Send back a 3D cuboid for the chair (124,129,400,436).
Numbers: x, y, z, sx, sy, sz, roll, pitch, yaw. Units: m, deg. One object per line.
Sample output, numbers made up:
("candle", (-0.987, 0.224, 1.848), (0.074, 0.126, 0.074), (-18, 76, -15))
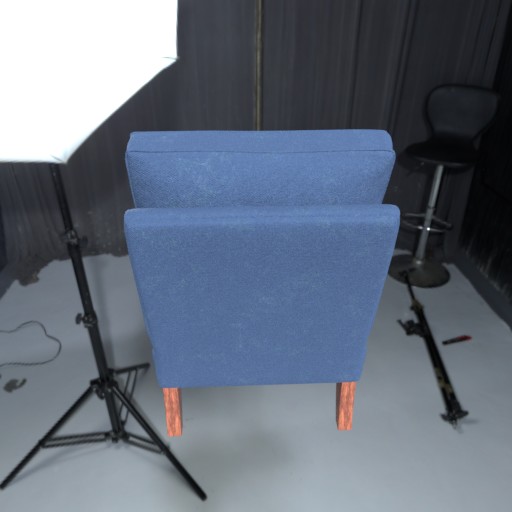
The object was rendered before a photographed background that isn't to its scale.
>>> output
("chair", (0.000, 0.000, 1.654), (0.724, 1.052, 0.912), (-1, 30, -2))
